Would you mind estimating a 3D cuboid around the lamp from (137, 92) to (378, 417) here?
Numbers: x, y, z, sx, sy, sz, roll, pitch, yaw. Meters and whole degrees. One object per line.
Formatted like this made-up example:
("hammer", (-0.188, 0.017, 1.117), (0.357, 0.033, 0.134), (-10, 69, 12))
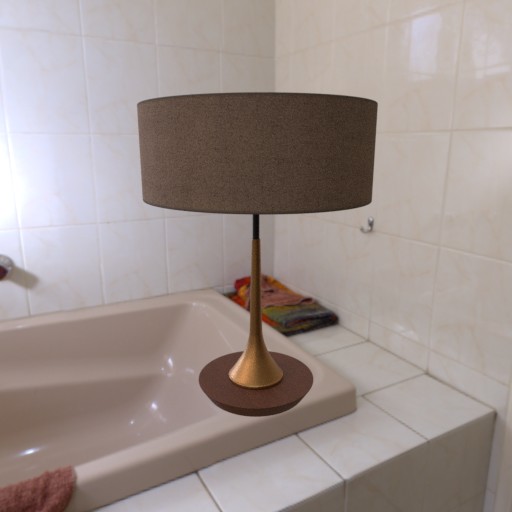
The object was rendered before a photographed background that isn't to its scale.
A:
("lamp", (0.000, 0.000, 0.827), (0.396, 0.551, 0.417), (-7, 15, -26))
